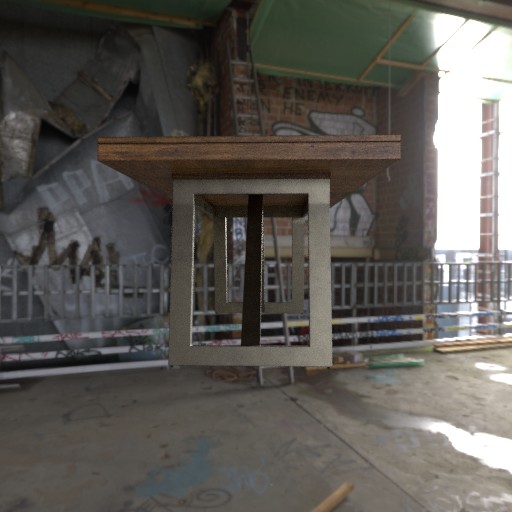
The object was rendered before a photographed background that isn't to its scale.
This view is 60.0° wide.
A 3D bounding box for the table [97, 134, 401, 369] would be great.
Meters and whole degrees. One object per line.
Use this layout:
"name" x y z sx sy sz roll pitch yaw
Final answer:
"table" 0.000 0.000 2.181 0.931 0.757 1.641 0 1 2
